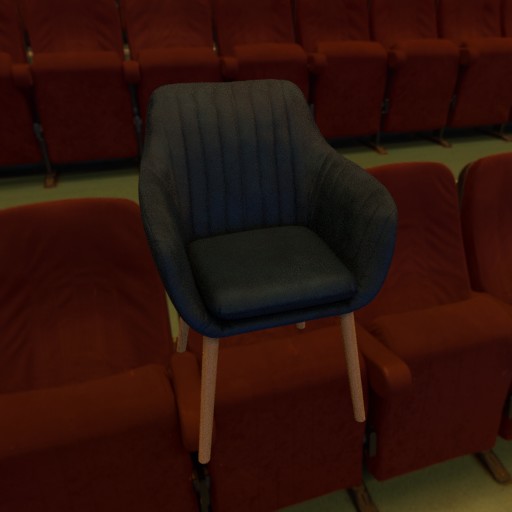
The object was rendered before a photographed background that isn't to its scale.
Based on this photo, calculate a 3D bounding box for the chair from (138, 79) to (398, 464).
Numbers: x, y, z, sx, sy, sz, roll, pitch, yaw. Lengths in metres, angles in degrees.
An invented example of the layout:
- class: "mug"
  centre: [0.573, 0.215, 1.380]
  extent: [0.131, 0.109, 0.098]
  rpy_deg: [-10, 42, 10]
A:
- class: "chair"
  centre: [0.000, 0.000, 1.209]
  extent: [0.578, 0.826, 0.573]
  rpy_deg: [-8, 30, -15]
